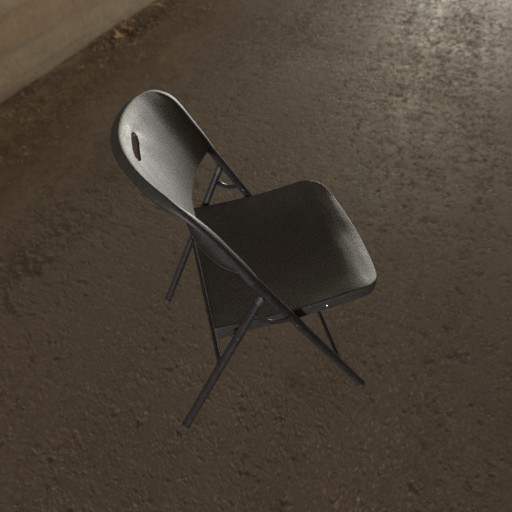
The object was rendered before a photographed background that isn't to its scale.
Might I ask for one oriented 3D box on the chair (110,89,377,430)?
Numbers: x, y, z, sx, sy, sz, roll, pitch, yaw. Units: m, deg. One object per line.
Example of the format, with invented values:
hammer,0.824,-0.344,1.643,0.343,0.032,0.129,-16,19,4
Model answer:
chair,0.000,0.000,1.171,0.566,0.810,0.494,-10,48,-10
